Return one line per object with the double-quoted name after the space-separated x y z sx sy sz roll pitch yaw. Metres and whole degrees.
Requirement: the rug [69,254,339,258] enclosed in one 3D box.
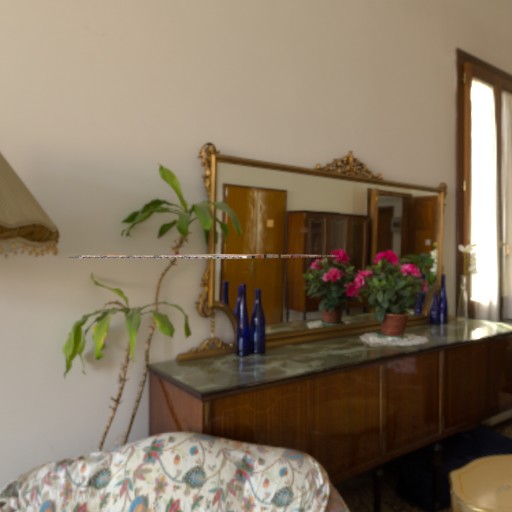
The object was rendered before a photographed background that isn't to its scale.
0.000 0.000 2.709 0.695 0.017 2.455 0 0 18 "rug"
